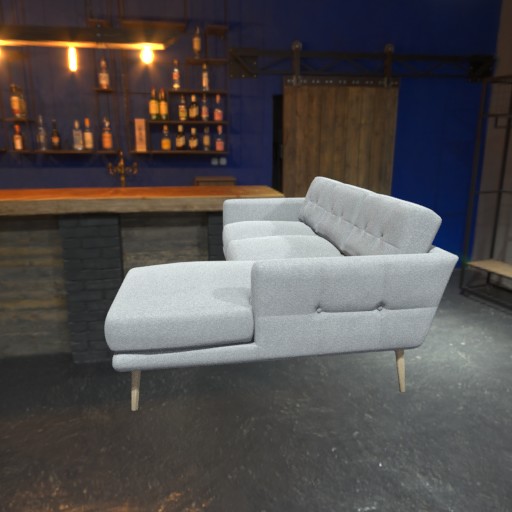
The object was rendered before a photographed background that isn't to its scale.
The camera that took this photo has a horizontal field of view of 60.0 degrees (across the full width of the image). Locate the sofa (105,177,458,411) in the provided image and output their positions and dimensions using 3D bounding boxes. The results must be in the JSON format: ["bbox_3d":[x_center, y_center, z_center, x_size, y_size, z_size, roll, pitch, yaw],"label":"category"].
[{"bbox_3d":[0.000,0.000,2.840,1.530,0.860,2.040,-2,15,-8],"label":"sofa"}]
